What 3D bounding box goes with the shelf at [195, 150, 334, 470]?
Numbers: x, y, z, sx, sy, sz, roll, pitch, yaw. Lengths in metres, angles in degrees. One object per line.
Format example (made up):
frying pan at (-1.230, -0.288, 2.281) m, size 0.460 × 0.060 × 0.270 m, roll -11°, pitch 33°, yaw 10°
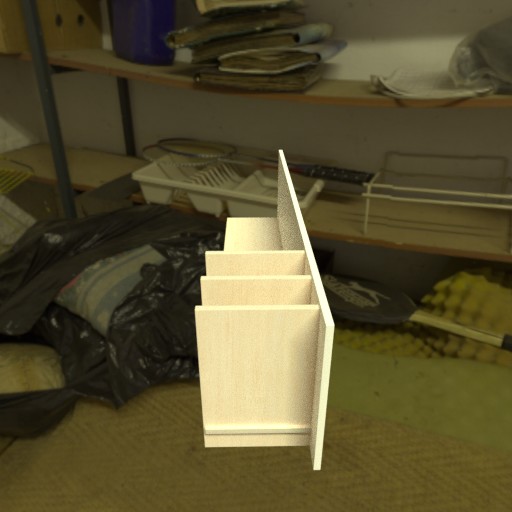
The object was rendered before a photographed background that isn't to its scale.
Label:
shelf at (0.000, 0.000, 1.138) m, size 0.200 × 0.300 × 1.020 m, roll 0°, pitch 27°, yaw -1°
